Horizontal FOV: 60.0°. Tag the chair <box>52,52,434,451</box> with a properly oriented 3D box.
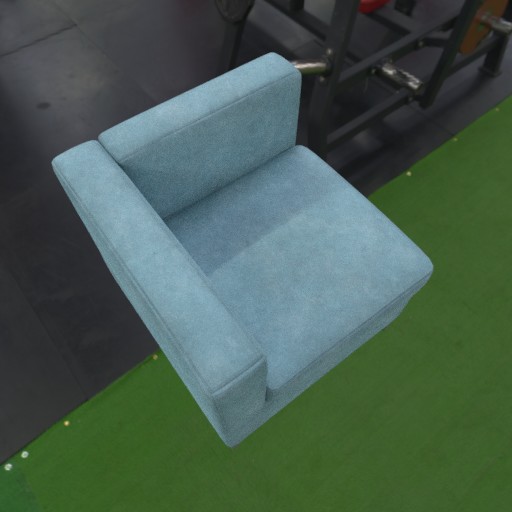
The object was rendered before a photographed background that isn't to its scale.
[{"bbox_3d":[0.000,0.000,1.221,0.684,0.660,0.691,-33,64,-18],"label":"chair"}]
